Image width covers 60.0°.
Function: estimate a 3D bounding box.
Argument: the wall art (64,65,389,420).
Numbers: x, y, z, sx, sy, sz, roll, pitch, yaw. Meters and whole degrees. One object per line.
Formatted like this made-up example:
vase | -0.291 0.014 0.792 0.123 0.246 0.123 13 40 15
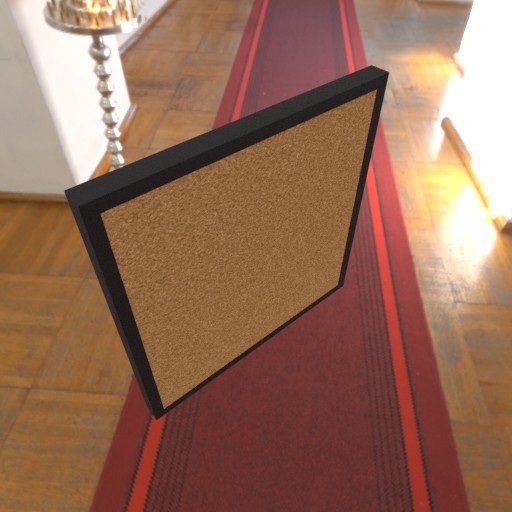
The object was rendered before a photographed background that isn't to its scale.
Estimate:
wall art | 0.000 0.000 0.757 0.506 0.503 0.036 -31 53 -27
